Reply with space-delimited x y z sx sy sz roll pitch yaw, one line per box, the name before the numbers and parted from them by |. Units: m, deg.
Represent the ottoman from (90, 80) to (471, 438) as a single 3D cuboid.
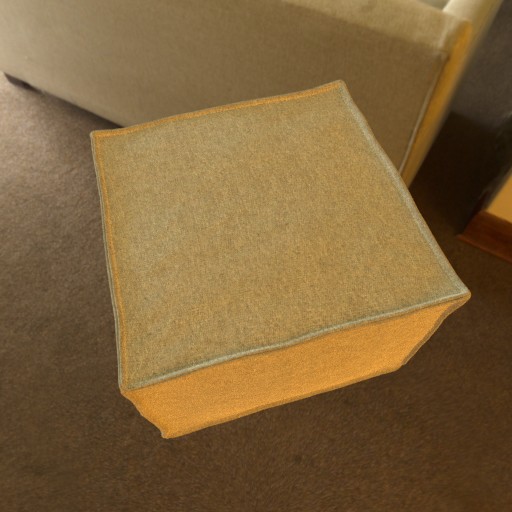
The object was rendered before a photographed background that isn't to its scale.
ottoman | 0.000 0.000 1.143 0.707 0.470 0.696 -14 60 -8
